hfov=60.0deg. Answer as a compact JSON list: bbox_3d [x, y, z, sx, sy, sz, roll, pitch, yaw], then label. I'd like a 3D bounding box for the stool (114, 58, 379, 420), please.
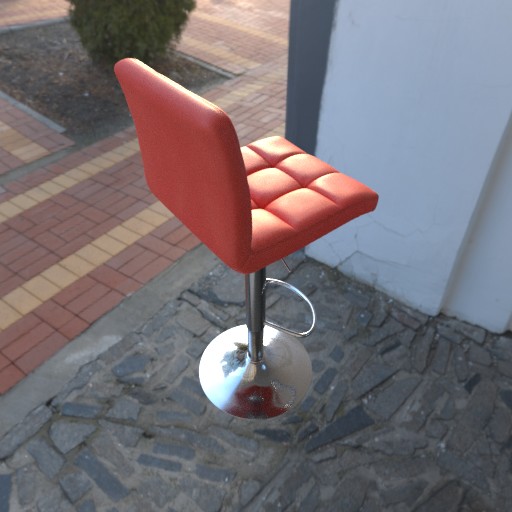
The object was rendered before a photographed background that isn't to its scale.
[{"bbox_3d":[0.000,0.000,1.312,0.505,1.115,0.430,-26,47,-27],"label":"stool"}]
